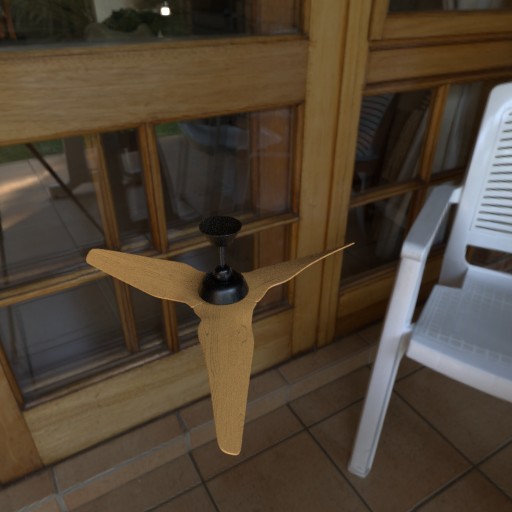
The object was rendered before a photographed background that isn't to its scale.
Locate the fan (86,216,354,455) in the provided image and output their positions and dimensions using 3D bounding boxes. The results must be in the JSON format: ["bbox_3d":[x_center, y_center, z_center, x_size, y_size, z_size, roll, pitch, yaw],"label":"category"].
[{"bbox_3d":[0.000,0.000,1.657,1.010,0.355,1.142,-21,37,-30],"label":"fan"}]
